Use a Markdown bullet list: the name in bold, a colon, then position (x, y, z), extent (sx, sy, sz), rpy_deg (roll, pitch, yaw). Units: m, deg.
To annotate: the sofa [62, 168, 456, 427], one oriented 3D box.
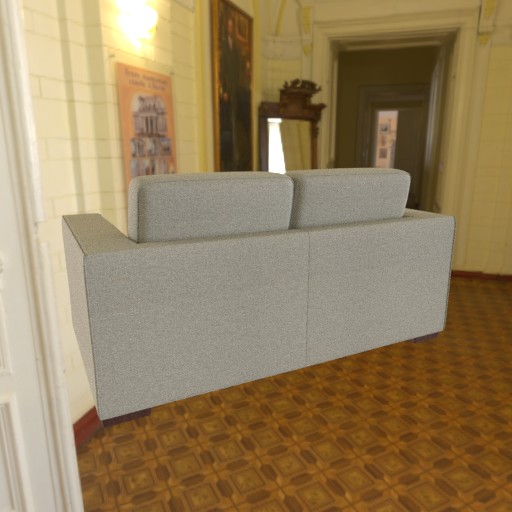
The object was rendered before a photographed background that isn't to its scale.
- **sofa**: position (0.000, 0.000, 2.359), extent (1.812, 0.924, 1.007), rpy_deg (-7, 16, -26)
